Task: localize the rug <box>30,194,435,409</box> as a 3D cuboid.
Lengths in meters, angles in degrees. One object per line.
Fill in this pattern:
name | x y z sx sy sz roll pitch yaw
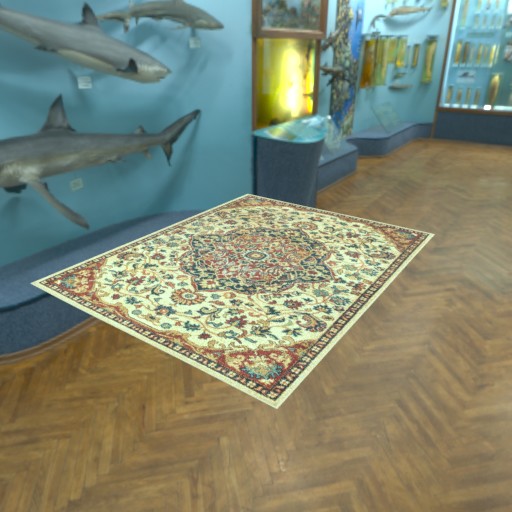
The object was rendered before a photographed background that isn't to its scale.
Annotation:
rug | 0.000 0.000 4.188 2.454 0.005 3.067 17 30 32
